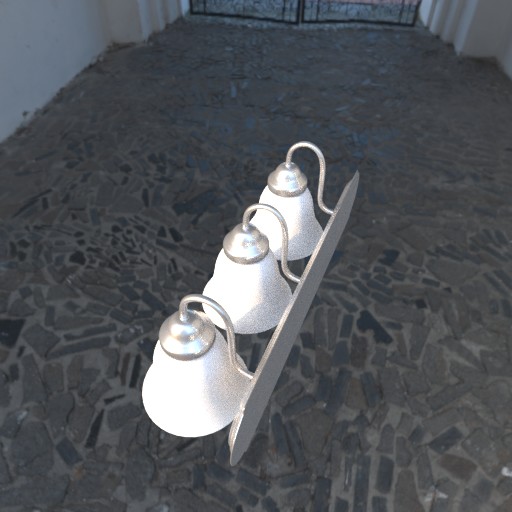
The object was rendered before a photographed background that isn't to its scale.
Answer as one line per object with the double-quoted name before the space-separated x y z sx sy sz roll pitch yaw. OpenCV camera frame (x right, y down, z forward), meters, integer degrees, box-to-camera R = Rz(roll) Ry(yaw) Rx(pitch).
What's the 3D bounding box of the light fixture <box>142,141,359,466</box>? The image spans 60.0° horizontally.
"light fixture" 0.000 0.000 0.728 0.199 0.222 0.610 17 47 16
